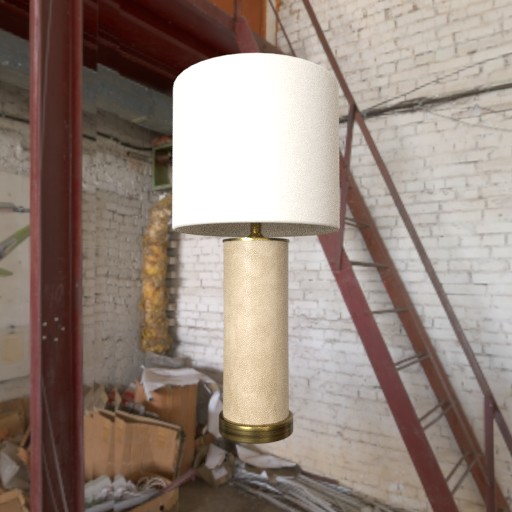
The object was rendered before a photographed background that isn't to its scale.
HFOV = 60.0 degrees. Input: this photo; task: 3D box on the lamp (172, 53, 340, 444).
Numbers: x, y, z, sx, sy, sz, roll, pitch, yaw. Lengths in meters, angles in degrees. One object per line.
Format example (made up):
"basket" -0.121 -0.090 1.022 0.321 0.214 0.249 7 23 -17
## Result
"lamp" 0.000 0.000 0.820 0.305 0.634 0.305 1 -2 -19
